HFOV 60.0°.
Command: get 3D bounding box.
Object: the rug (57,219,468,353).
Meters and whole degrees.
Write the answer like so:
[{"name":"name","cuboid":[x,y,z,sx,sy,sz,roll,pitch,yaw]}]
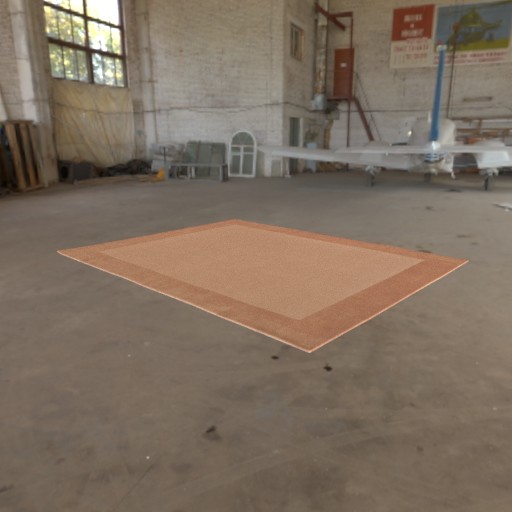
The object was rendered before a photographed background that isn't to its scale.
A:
[{"name":"rug","cuboid":[0.000,0.000,4.183,3.057,0.021,2.431,14,20,41]}]
